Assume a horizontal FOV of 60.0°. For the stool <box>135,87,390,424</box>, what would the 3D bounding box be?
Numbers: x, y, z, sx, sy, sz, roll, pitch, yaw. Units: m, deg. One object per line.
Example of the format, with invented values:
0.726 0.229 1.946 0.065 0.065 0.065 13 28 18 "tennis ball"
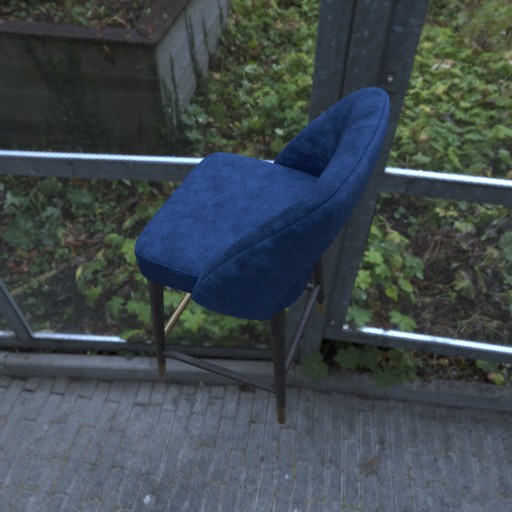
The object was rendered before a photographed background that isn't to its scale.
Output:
0.000 0.000 1.223 0.524 0.925 0.536 17 49 15 "stool"
